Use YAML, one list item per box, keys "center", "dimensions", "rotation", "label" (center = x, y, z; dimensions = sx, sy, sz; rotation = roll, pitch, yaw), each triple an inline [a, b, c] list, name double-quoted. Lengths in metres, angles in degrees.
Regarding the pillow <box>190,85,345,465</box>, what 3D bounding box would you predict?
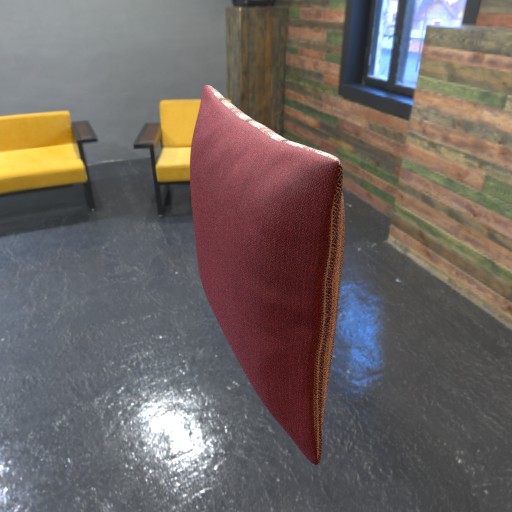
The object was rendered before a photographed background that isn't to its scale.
- center: [0.000, 0.000, 0.782]
  dimensions: [0.166, 0.497, 0.513]
  rotation: [-11, 32, -18]
  label: "pillow"
